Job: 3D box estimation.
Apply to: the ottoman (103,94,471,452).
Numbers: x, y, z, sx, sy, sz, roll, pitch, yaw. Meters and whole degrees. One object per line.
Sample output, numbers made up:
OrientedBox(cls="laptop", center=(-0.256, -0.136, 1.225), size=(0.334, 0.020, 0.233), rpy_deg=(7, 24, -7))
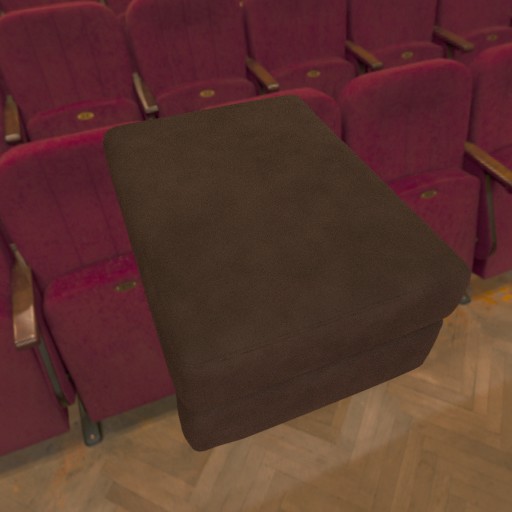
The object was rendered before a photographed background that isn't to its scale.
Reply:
OrientedBox(cls="ottoman", center=(0.000, 0.000, 1.102), size=(0.574, 0.497, 0.773), rpy_deg=(-16, 48, -15))
